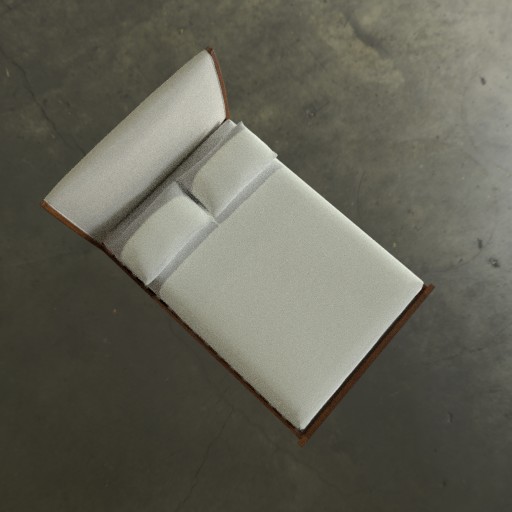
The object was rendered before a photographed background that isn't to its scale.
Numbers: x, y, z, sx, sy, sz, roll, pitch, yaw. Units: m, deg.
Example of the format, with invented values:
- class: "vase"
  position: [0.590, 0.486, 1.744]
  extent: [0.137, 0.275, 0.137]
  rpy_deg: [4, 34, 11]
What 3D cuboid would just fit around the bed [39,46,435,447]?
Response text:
- class: "bed"
  position: [0.000, 0.000, 3.362]
  extent: [2.380, 1.250, 1.612]
  rpy_deg: [42, 81, 8]
